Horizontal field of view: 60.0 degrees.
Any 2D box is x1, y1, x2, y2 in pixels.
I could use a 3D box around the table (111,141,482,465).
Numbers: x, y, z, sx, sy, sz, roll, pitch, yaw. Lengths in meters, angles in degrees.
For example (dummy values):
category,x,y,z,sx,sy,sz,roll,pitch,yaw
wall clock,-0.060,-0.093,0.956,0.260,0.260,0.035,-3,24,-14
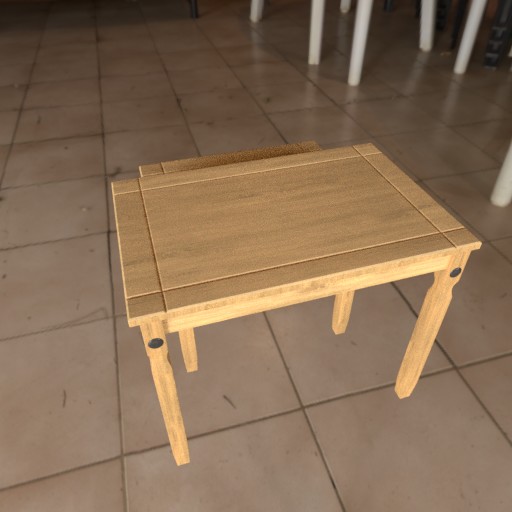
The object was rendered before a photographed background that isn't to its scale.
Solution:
category,x,y,z,sx,sy,sz,roll,pitch,yaw
table,0.000,0.000,1.220,0.660,0.535,0.773,-11,42,-13
